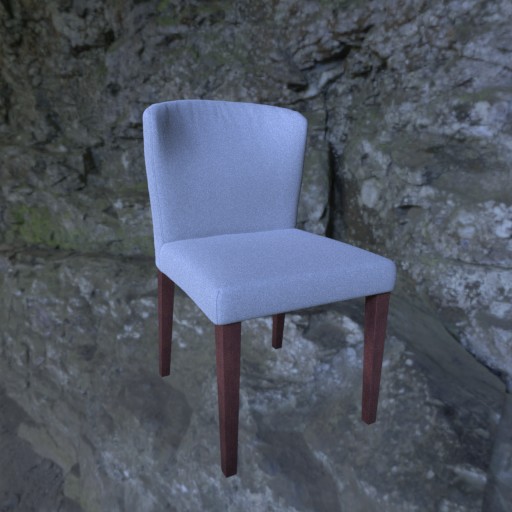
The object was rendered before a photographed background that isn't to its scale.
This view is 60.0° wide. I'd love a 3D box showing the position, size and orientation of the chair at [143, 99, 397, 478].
[{"bbox_3d":[0.000,0.000,1.202,0.491,0.839,0.592,-8,16,-27],"label":"chair"}]
